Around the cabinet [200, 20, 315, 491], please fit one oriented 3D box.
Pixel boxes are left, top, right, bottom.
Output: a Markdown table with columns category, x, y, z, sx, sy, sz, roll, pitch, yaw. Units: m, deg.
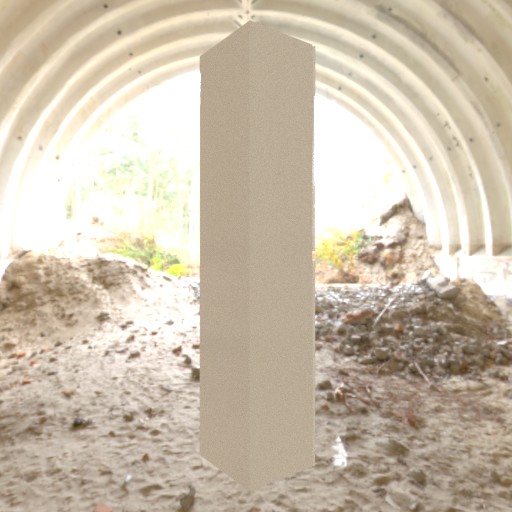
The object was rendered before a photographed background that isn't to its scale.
| category | x | y | z | sx | sy | sz | roll | pitch | yaw |
| --- | --- | --- | --- | --- | --- | --- | --- | --- | --- |
| cabinet | 0.000 | 0.000 | 1.518 | 0.270 | 1.400 | 0.300 | 0 | 0 | -37 |
